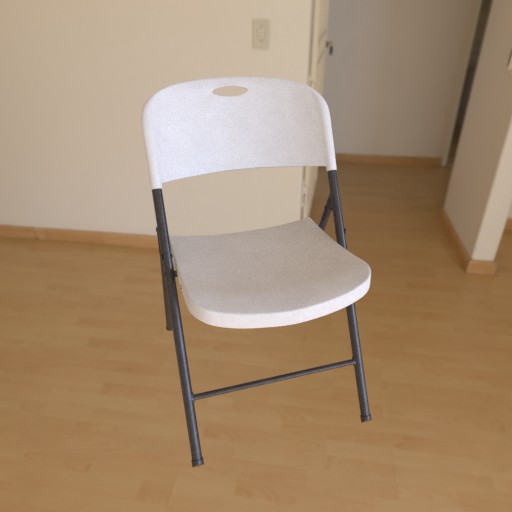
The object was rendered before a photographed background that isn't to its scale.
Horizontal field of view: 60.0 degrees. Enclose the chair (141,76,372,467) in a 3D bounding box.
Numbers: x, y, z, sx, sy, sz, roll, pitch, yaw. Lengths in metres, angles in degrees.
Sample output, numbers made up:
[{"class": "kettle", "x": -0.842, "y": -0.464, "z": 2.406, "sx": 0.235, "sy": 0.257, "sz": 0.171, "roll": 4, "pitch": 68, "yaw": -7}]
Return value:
[{"class": "chair", "x": 0.000, "y": 0.000, "z": 1.170, "sx": 0.494, "sy": 0.810, "sz": 0.566, "roll": -9, "pitch": 32, "yaw": -14}]
